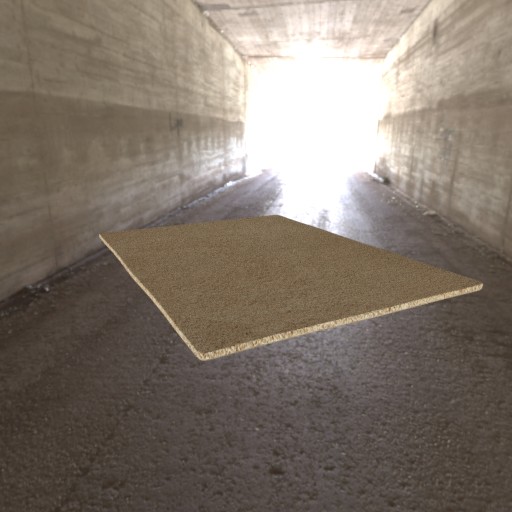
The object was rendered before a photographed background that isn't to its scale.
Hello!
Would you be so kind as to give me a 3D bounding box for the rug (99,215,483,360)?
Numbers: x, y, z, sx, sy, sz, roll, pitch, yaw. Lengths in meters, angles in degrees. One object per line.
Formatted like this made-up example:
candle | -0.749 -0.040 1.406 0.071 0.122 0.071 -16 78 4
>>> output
rug | 0.000 0.000 2.147 1.199 0.025 1.600 -9 18 -27
